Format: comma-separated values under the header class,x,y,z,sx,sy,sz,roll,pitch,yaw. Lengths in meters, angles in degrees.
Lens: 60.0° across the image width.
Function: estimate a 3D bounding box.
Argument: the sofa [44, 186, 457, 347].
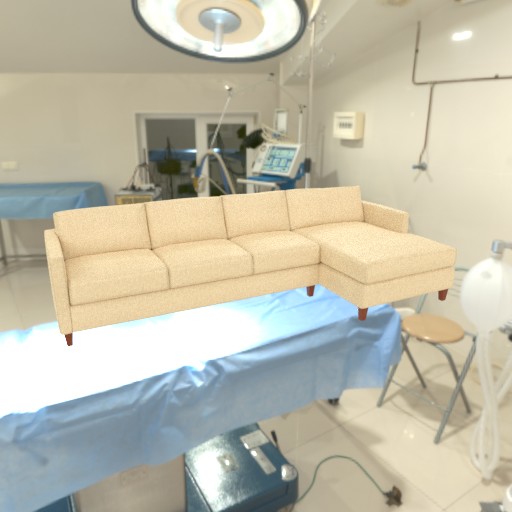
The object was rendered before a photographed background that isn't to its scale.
class,x,y,z,sx,sy,sz,roll,pitch,yaw
sofa,0.000,0.000,4.097,3.471,0.954,1.603,-9,20,-25
